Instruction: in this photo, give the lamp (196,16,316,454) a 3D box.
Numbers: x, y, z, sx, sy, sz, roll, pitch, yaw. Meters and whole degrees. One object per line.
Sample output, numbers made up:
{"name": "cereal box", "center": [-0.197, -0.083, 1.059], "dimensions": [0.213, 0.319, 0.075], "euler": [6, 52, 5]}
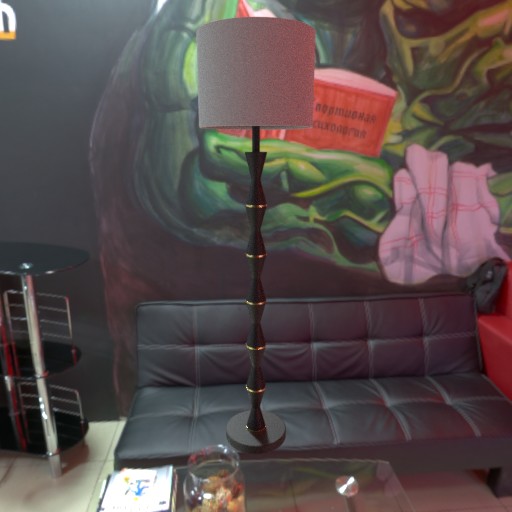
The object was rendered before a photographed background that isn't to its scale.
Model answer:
{"name": "lamp", "center": [0.000, 0.000, 1.607], "dimensions": [0.381, 1.480, 0.381], "euler": [7, 16, 27]}
